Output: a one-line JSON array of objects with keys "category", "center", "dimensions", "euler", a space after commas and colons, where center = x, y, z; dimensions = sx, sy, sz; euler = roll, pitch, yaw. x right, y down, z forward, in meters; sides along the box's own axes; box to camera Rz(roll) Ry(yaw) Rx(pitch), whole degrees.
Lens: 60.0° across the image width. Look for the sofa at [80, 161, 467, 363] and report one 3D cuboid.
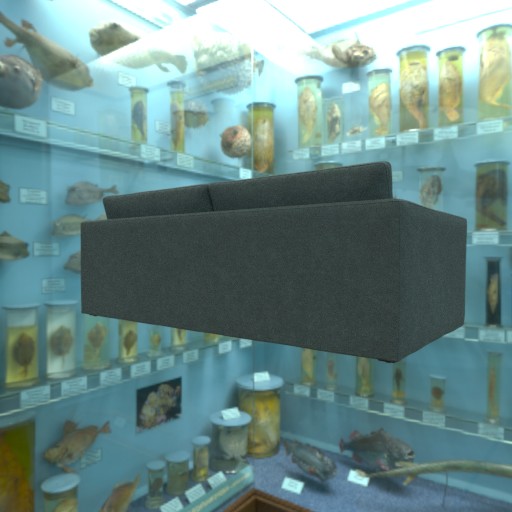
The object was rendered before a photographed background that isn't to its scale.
[{"category": "sofa", "center": [0.000, 0.000, 2.798], "dimensions": [2.257, 0.838, 1.092], "euler": [1, 1, 38]}]
